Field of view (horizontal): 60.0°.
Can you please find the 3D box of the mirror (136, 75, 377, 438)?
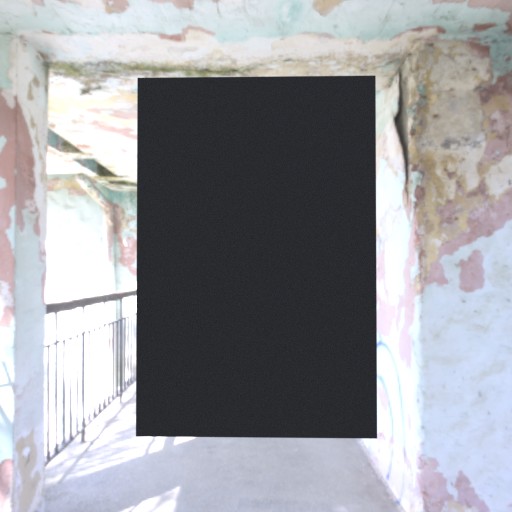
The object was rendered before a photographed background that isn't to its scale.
[{"bbox_3d":[0.000,0.000,1.142,0.606,0.912,0.044,0,-1,1],"label":"mirror"}]
